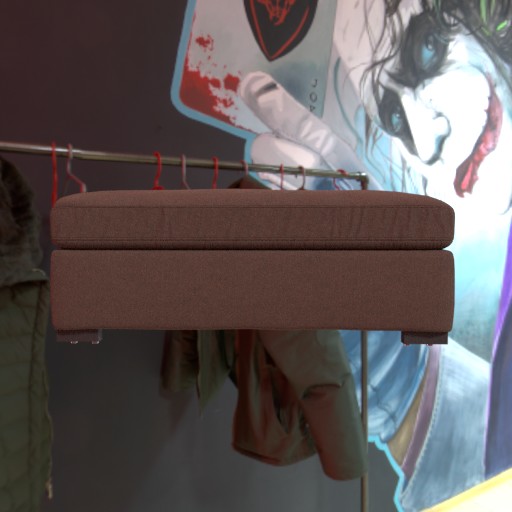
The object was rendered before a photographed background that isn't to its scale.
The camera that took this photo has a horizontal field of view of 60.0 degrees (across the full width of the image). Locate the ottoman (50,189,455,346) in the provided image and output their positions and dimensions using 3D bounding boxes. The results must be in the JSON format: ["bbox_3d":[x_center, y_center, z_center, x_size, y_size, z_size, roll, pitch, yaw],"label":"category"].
[{"bbox_3d":[0.000,0.000,1.828,1.181,0.470,1.181,0,2,2],"label":"ottoman"}]
